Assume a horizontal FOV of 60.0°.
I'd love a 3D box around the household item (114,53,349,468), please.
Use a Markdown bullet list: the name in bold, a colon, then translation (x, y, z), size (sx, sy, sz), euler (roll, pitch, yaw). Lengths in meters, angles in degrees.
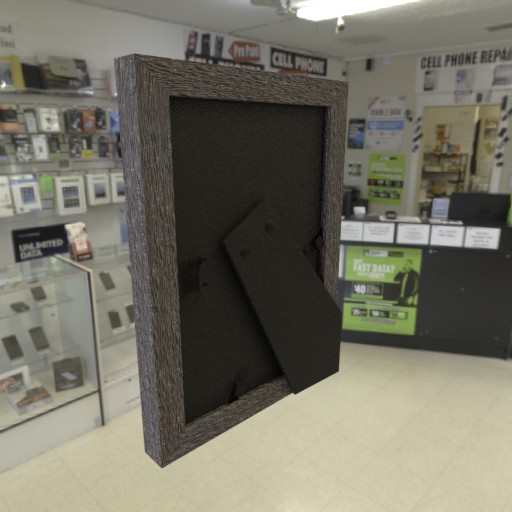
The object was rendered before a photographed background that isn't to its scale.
- **household item**: translation (0.000, 0.000, 0.233), size (0.133, 0.180, 0.020), euler (-14, 21, -42)
